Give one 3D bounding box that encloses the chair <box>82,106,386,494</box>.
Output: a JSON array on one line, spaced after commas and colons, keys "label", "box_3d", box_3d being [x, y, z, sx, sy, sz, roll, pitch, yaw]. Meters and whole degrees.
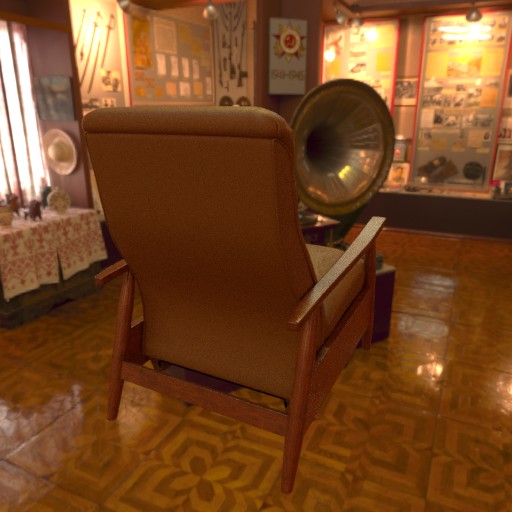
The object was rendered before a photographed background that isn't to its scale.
[{"label": "chair", "box_3d": [0.000, 0.000, 1.705, 0.762, 1.082, 1.014, 9, 20, 26]}]
